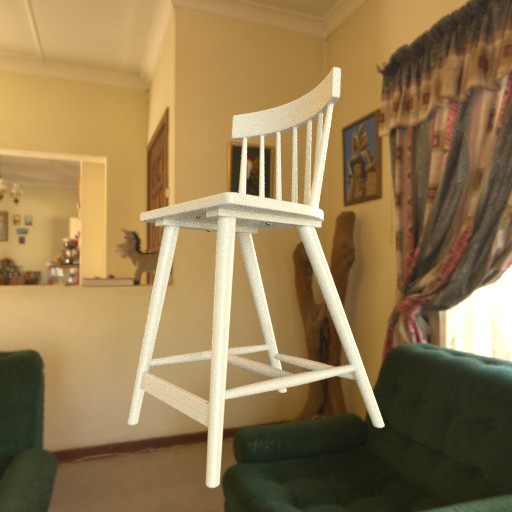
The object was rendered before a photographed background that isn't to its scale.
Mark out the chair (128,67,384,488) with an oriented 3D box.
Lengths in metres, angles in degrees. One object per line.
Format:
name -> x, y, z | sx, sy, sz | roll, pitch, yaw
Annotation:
chair -> 0.000, 0.000, 1.249 | 0.572, 0.952, 0.483 | 1, -1, -37
